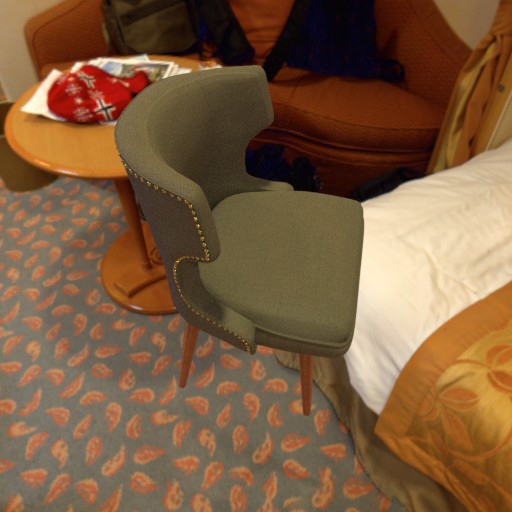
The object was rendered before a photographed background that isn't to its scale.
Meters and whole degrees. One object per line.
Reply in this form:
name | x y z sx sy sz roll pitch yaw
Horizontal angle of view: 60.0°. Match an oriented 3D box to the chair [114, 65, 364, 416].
chair | 0.000 0.000 1.246 0.581 0.863 0.595 10 47 9
